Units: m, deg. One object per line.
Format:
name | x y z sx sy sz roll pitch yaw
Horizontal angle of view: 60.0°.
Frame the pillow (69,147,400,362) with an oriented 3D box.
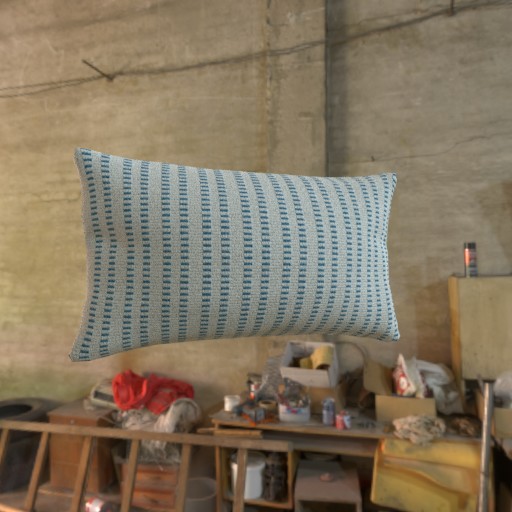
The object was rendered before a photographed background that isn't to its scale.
pillow | 0.000 0.000 0.821 0.640 0.353 0.210 0 -2 -19
